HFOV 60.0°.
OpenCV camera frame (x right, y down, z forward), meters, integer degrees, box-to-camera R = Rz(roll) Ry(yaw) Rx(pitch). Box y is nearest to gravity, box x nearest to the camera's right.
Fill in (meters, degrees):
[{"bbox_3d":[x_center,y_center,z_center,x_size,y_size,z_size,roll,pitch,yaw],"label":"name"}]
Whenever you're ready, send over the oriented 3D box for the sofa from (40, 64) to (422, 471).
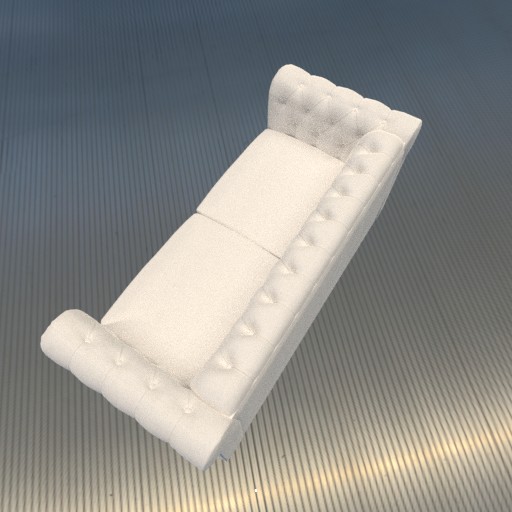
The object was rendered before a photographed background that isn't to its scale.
[{"bbox_3d":[0.000,0.000,2.162,0.771,0.796,1.798,30,66,15],"label":"sofa"}]
